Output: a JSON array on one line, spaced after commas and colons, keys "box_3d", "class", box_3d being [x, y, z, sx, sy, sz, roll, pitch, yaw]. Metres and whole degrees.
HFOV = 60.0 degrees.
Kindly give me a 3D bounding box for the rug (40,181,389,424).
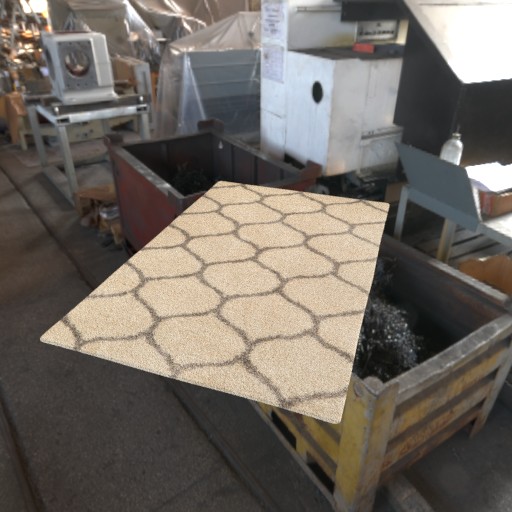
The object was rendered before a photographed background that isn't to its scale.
[{"box_3d": [0.000, 0.000, 3.470, 1.801, 0.026, 2.701, 10, 32, 17], "class": "rug"}]
